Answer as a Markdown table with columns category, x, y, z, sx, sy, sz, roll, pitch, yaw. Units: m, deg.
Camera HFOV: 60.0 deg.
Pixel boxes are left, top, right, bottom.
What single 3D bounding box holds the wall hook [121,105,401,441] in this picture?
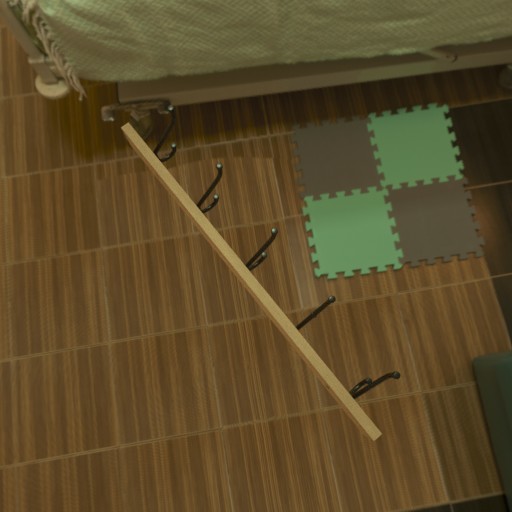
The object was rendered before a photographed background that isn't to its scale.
| category | x | y | z | sx | sy | sz | roll | pitch | yaw |
| --- | --- | --- | --- | --- | --- | --- | --- | --- | --- |
| wall hook | 0.000 | 0.000 | 0.629 | 0.071 | 0.117 | 0.571 | -38 | 79 | -9 |
